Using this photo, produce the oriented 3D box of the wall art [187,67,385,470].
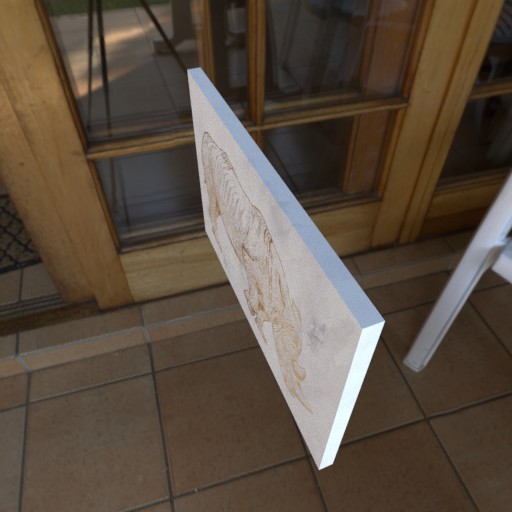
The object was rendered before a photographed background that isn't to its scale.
[{"bbox_3d":[0.000,0.000,1.157,0.038,0.610,0.915,-16,49,-15],"label":"wall art"}]
